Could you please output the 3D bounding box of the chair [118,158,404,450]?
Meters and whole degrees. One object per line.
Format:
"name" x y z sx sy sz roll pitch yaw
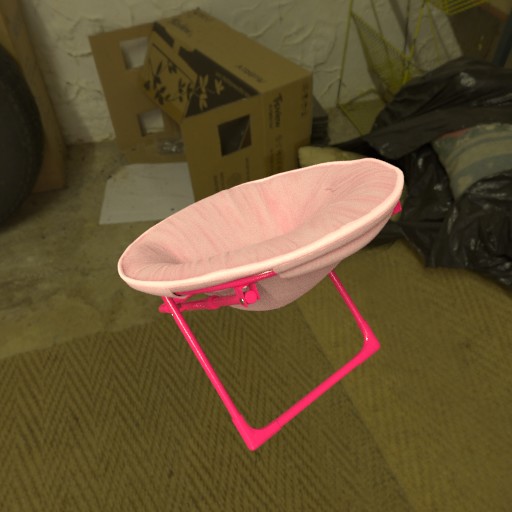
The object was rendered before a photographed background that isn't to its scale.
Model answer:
"chair" 0.000 0.000 0.885 0.522 0.494 0.459 -30 53 -26
